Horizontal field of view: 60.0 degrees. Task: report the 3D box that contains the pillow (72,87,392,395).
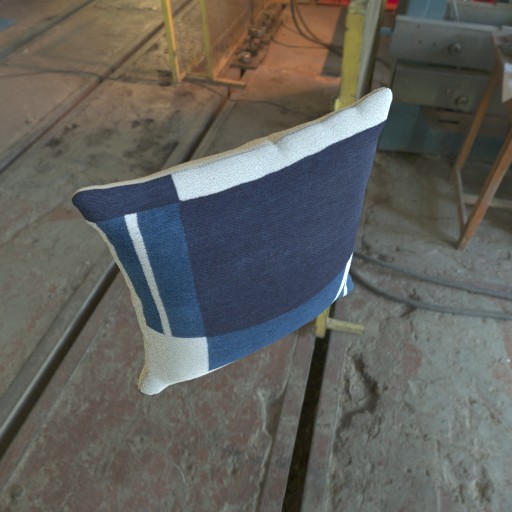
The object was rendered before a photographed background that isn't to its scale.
[{"bbox_3d":[0.000,0.000,0.795,0.536,0.506,0.229,-23,51,-21],"label":"pillow"}]
